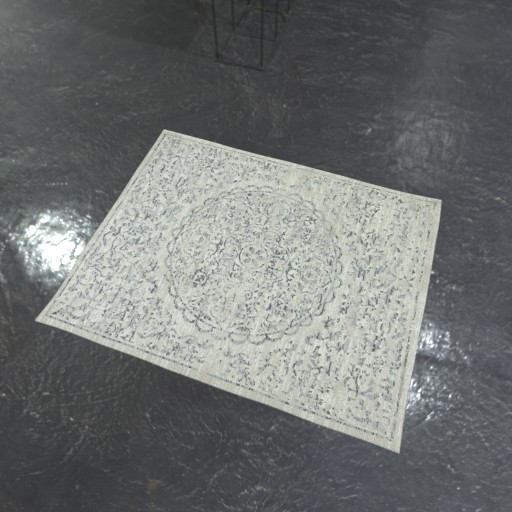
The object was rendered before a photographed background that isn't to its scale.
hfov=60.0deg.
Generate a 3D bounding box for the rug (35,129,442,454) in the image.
[{"bbox_3d":[0.000,0.000,3.867,2.925,0.026,2.343,17,60,10],"label":"rug"}]
